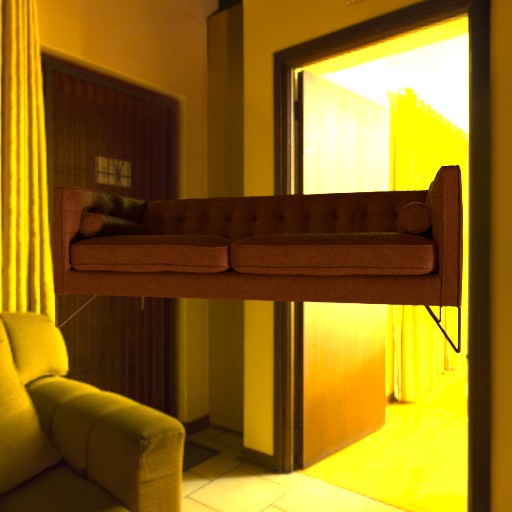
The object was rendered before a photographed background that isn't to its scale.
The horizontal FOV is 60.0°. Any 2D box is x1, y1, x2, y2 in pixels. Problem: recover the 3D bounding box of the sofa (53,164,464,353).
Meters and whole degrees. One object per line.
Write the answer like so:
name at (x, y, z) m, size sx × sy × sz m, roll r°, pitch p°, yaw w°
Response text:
sofa at (0.000, 0.000, 2.541) m, size 2.079 × 0.798 × 0.912 m, roll 0°, pitch 0°, yaw 18°
